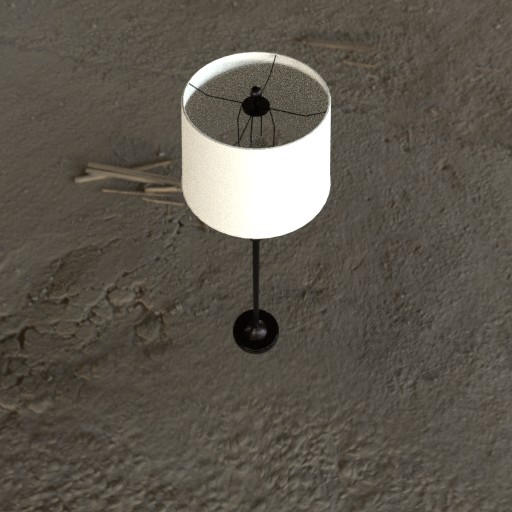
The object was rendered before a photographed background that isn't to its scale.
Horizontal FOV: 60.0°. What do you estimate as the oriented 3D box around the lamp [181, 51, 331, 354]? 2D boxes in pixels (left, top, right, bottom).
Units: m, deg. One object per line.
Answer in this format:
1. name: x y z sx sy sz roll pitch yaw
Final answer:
1. lamp: 0.000 0.000 1.657 0.431 1.484 0.431 0 58 0
